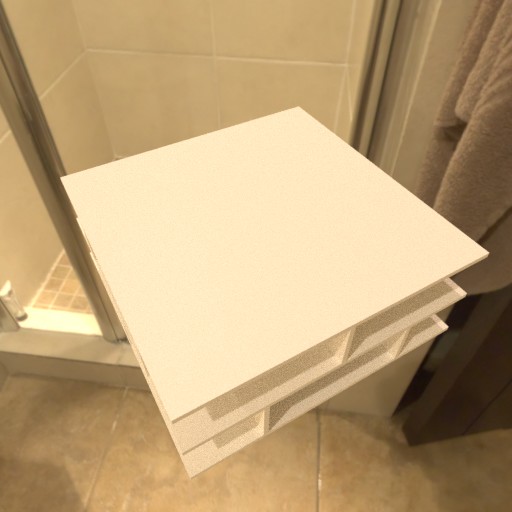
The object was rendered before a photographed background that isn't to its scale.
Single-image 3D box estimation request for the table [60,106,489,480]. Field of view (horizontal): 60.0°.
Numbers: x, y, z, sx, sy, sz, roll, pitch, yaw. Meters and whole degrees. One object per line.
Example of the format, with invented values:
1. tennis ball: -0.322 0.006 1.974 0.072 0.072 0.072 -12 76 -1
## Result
1. table: 0.000 0.000 1.100 0.700 0.289 0.700 -23 51 -20
